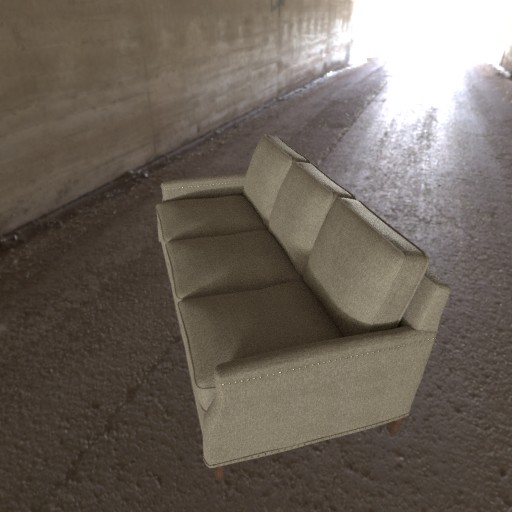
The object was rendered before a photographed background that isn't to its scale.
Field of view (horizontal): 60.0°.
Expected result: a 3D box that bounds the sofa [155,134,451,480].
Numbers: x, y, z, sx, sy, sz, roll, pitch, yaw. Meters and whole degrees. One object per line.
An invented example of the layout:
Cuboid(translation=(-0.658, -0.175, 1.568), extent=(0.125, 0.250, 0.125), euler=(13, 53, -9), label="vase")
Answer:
Cuboid(translation=(0.000, 0.000, 2.766), extent=(1.084, 1.003, 2.246), euler=(-8, 30, -14), label="sofa")
